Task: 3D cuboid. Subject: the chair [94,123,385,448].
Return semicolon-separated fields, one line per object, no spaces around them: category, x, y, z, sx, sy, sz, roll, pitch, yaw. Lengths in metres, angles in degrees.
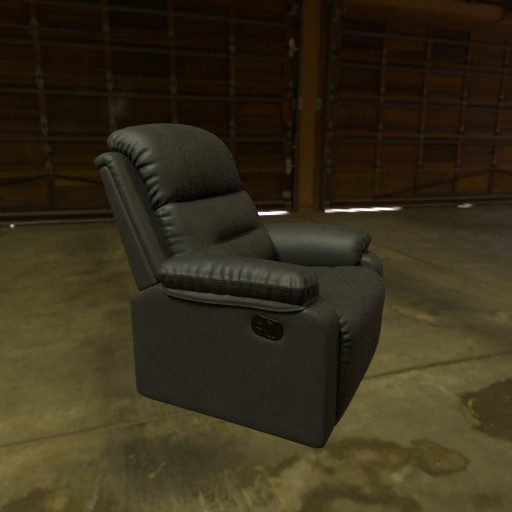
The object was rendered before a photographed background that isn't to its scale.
chair;0.000;0.000;1.706;0.919;0.992;0.855;7;15;26
